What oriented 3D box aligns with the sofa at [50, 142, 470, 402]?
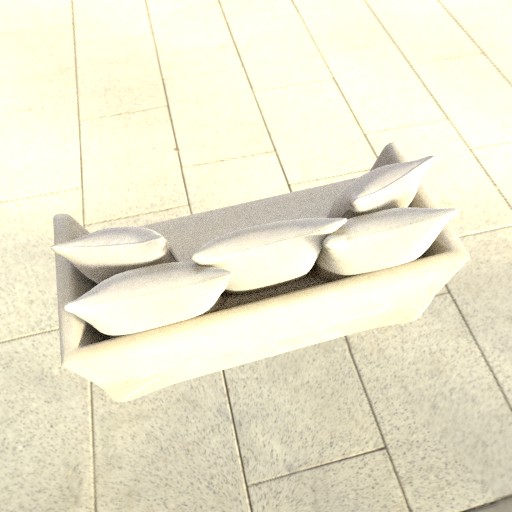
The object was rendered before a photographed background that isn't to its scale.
[{"bbox_3d":[0.000,0.000,2.787,2.290,1.034,1.031,-14,59,-8],"label":"sofa"}]
